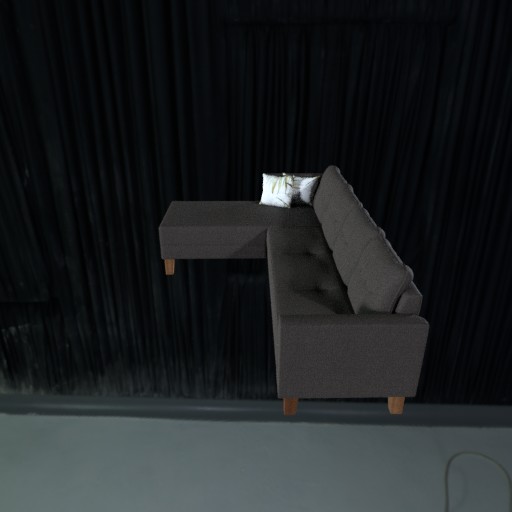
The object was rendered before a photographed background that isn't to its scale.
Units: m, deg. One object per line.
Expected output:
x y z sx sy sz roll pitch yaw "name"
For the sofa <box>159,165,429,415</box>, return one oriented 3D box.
0.000 0.000 3.653 1.829 0.932 2.679 0 25 -1 "sofa"
